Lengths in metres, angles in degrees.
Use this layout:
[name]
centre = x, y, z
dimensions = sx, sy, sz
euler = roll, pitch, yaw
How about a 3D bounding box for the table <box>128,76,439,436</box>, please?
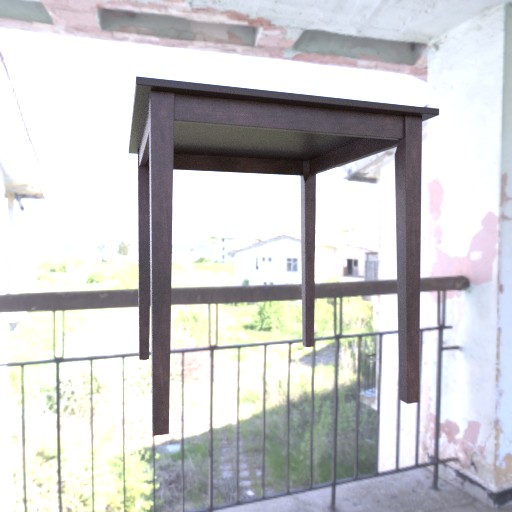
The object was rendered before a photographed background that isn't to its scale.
[table]
centre = 0.000, 0.000, 1.391
dimensions = 0.749, 0.770, 0.749
euler = -1, 2, -17
